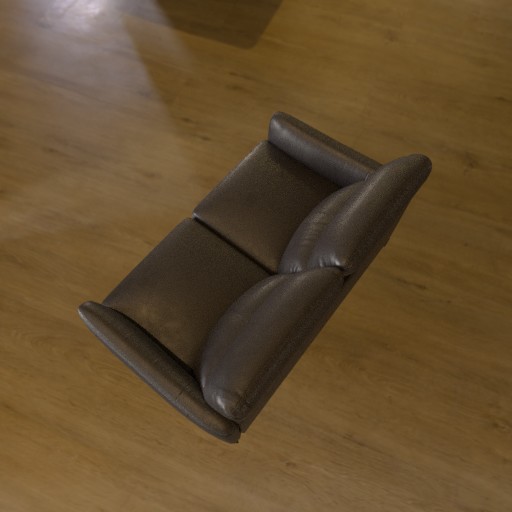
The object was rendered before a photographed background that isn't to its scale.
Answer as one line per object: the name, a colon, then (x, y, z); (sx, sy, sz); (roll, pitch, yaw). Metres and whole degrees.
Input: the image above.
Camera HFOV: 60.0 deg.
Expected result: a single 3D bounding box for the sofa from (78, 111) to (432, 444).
sofa: (0.000, 0.000, 2.246); (0.958, 0.920, 1.596); (35, 69, 16)
